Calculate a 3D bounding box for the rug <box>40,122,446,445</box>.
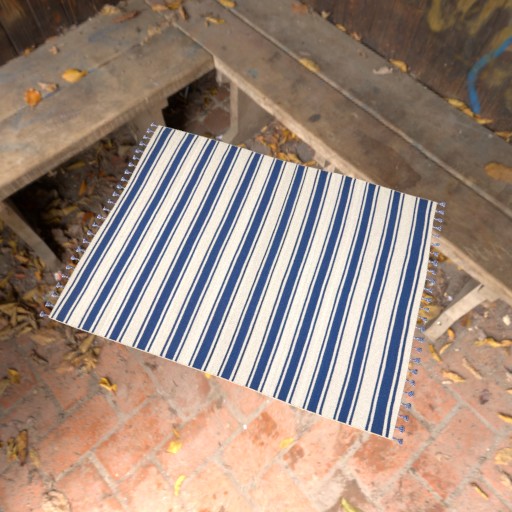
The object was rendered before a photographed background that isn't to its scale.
[{"bbox_3d":[0.000,0.000,4.361,3.416,0.016,2.471,17,65,8],"label":"rug"}]
